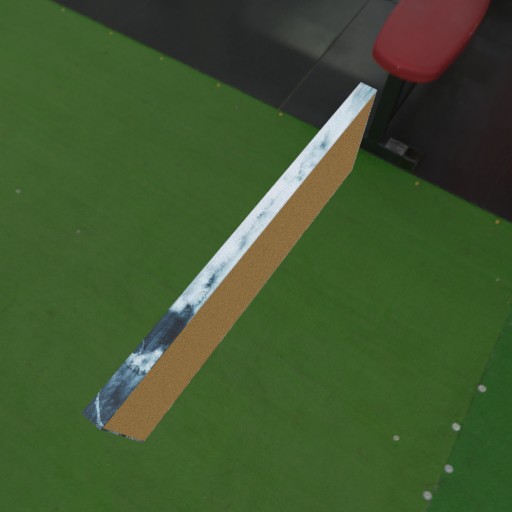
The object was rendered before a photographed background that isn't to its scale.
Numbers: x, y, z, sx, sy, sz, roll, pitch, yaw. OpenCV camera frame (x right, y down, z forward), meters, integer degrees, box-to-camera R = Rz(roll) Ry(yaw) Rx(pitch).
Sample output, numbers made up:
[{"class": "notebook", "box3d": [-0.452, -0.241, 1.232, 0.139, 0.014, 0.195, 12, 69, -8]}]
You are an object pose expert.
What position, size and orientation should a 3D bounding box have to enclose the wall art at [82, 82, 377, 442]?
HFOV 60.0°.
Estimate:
[{"class": "wall art", "box3d": [0.000, 0.000, 0.841, 0.037, 0.251, 0.759, 33, 68, 15]}]
